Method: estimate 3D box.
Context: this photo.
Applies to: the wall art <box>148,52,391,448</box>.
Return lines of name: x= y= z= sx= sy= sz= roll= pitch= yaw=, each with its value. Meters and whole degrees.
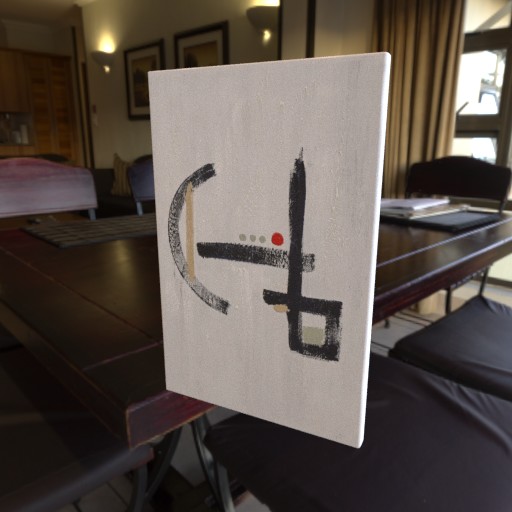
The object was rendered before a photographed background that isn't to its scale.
wall art: x=0.000 y=0.000 z=1.139 sx=0.602 sy=0.916 sz=0.048 roll=7 pitch=17 yaw=26
